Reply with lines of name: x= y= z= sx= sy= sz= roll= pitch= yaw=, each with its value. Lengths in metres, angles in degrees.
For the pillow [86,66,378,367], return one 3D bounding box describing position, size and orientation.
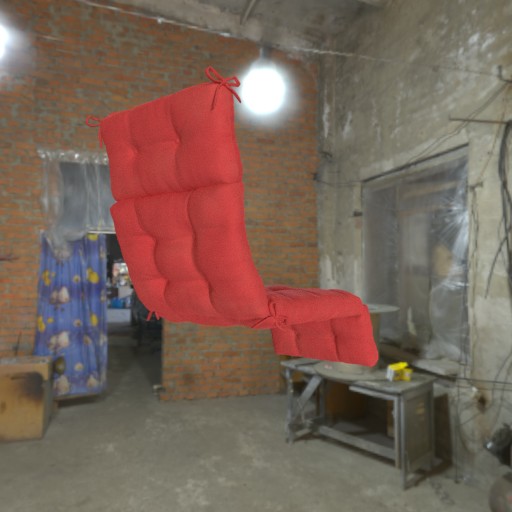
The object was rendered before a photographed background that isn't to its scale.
pillow: x=0.000 y=0.000 z=1.545 sx=0.526 sy=0.863 sz=1.016 roll=-1 pitch=-2 yaw=37
